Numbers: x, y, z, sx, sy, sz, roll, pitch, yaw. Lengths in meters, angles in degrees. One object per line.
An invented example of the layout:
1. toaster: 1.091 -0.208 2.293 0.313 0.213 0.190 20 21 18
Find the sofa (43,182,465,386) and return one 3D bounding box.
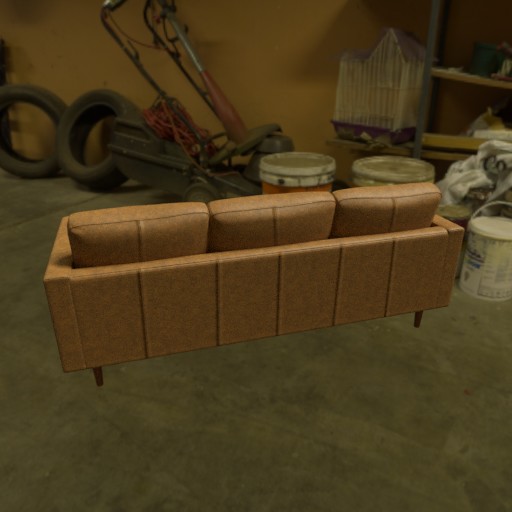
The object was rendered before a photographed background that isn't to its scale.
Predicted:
1. sofa: 0.000 0.000 2.724 2.231 0.930 0.903 -7 25 -15
